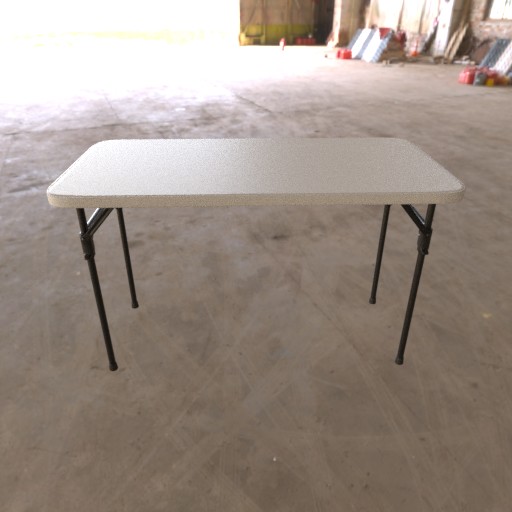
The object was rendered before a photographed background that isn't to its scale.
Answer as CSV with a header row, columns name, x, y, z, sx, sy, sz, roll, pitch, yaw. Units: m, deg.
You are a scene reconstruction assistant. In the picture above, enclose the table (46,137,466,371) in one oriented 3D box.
name,x,y,z,sx,sy,sz,roll,pitch,yaw
table,0.000,0.000,1.670,1.219,0.729,0.610,-1,29,-2
